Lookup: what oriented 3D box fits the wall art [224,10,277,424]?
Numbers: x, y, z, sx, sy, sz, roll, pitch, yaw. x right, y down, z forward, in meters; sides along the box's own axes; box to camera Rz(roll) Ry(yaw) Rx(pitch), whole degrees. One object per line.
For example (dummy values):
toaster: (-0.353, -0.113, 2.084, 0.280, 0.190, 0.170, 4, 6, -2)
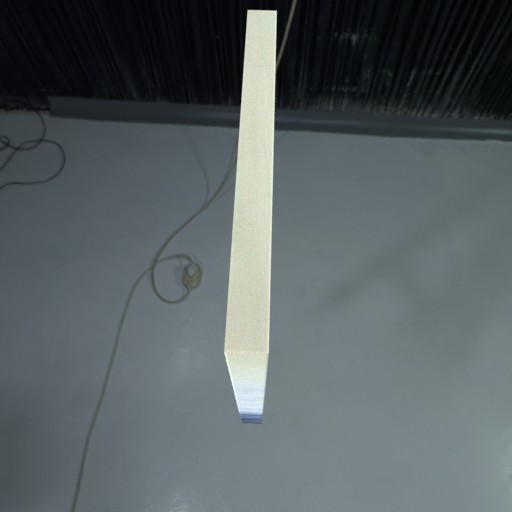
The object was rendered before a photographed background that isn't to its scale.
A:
wall art: (0.000, 0.000, 0.688, 0.037, 0.511, 0.435, 2, 63, 1)
